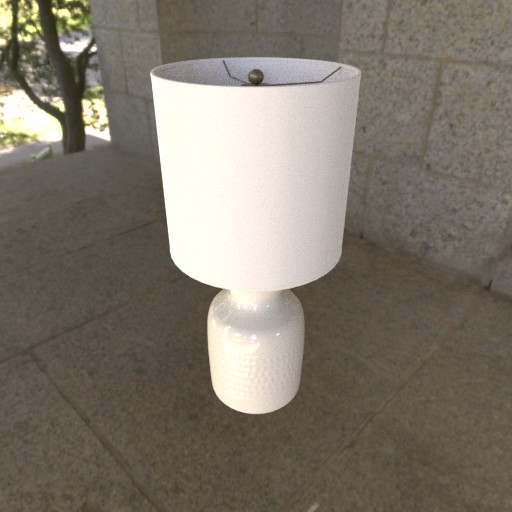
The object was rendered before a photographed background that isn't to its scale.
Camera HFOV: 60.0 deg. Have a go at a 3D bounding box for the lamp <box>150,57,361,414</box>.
[{"bbox_3d":[0.000,0.000,0.501,0.188,0.392,0.188,8,31,13],"label":"lamp"}]
